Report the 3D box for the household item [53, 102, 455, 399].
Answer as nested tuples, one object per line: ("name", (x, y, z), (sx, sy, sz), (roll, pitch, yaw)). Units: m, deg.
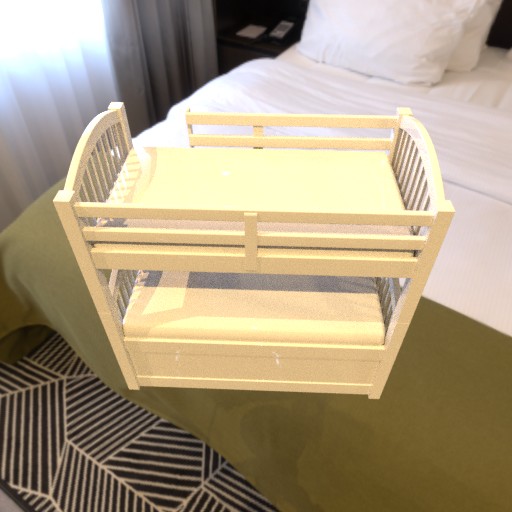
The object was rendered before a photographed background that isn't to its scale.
("household item", (0.000, 0.000, 3.285), (2.032, 2.032, 1.143), (2, 45, 2))
